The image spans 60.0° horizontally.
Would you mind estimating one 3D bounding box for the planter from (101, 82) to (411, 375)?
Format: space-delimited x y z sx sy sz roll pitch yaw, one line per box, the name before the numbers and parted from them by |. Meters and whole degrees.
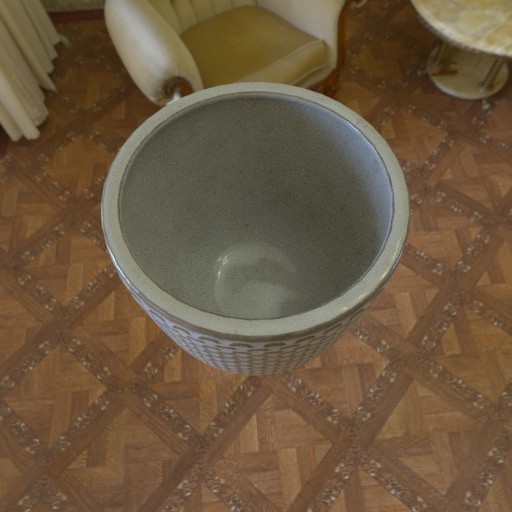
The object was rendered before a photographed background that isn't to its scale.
planter | 0.000 0.000 0.254 0.139 0.130 0.139 0 63 0
